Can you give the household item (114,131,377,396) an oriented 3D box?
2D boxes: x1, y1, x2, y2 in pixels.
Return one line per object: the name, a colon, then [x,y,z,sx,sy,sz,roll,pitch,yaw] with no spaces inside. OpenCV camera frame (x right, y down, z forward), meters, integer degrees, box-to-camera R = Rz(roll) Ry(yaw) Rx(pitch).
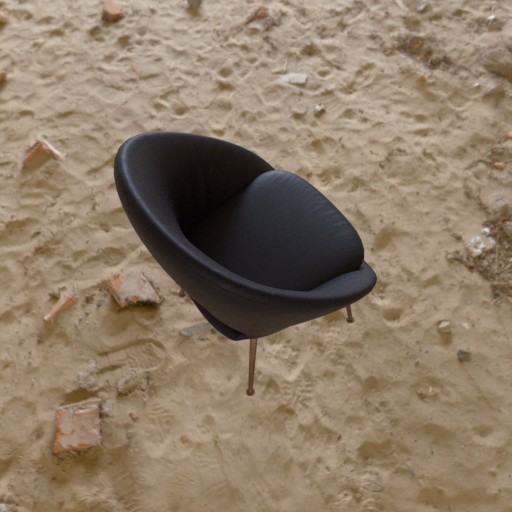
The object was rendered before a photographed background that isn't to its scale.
household item: [0.000,0.000,1.269,0.573,0.852,0.623,-32,64,-17]
